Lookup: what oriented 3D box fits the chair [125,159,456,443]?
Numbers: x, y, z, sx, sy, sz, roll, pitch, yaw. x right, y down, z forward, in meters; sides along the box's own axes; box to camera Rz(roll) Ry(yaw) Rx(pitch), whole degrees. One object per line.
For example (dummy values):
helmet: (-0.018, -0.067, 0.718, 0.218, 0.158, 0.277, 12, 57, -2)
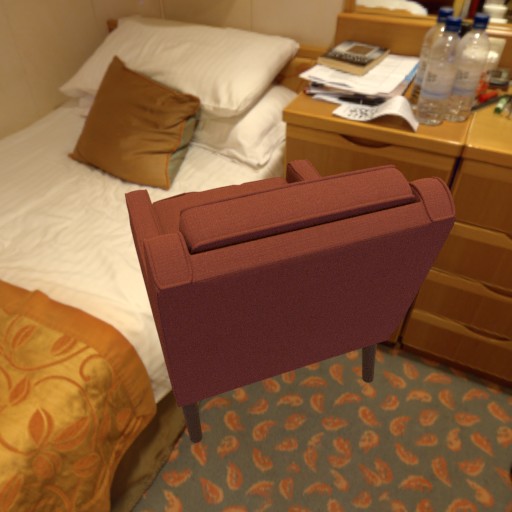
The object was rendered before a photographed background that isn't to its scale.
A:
chair: (0.000, 0.000, 1.363, 0.680, 0.812, 0.770, -14, 43, -15)
